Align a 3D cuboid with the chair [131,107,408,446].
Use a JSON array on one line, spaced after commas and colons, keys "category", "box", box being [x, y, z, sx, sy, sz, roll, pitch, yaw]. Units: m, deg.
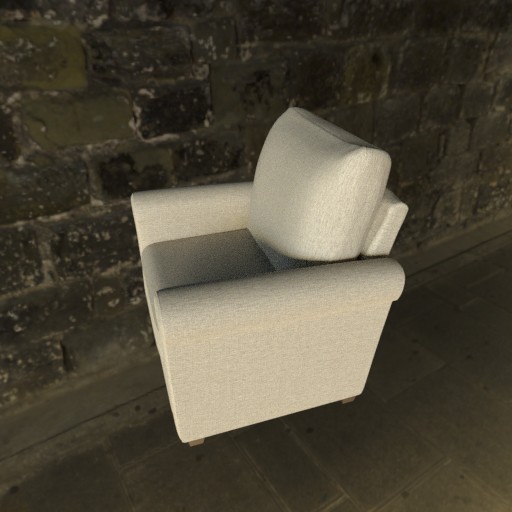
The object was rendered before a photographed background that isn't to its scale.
[{"category": "chair", "box": [0.000, 0.000, 2.373, 1.180, 1.349, 1.275, -10, 32, -16]}]
